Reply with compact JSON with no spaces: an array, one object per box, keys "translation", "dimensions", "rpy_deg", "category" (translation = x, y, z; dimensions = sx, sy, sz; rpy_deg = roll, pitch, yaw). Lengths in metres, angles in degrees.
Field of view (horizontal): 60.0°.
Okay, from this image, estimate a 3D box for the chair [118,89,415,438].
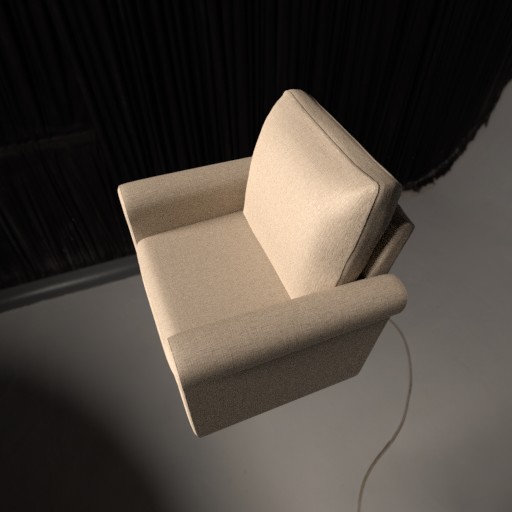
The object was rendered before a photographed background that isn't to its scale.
[{"translation":[0.000,0.000,2.342],"dimensions":[1.180,1.349,1.275],"rpy_deg":[-17,49,-15],"category":"chair"}]
